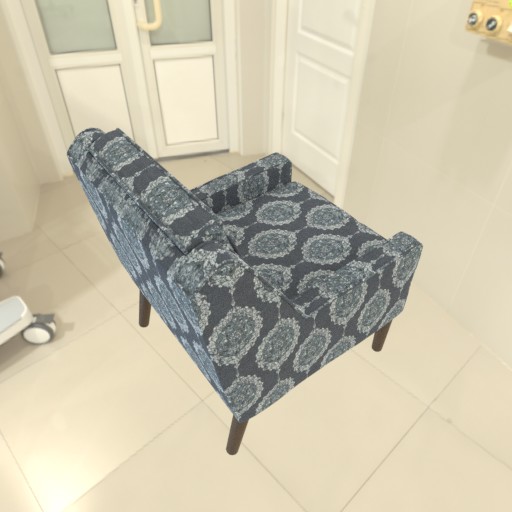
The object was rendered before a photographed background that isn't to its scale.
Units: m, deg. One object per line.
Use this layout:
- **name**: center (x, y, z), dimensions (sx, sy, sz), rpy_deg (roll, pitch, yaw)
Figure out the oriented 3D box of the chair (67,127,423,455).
- **chair**: center (0.000, 0.000, 1.323), dimensions (0.743, 0.792, 0.663), rpy_deg (-26, 48, -26)
